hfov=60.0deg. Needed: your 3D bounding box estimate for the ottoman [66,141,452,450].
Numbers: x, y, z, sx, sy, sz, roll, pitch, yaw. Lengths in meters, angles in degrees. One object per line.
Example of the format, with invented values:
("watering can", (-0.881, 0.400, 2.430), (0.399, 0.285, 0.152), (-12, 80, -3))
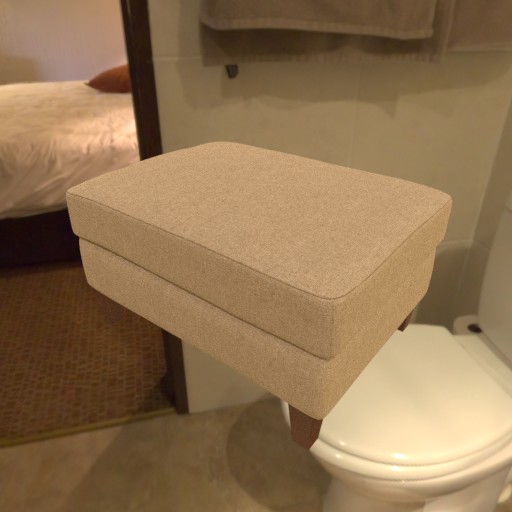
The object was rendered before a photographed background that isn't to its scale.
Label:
("ottoman", (0.000, 0.000, 1.334), (0.898, 0.519, 0.677), (22, 36, 33))
